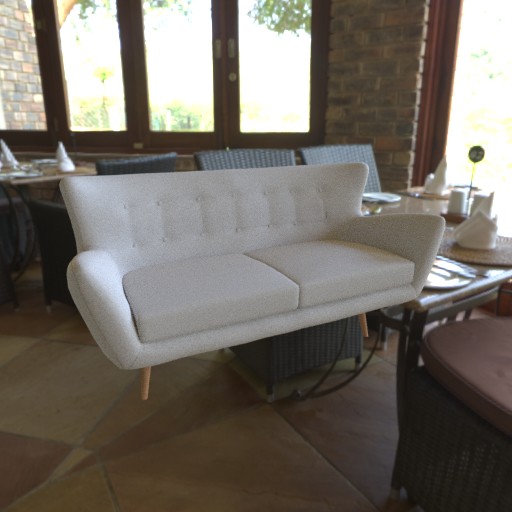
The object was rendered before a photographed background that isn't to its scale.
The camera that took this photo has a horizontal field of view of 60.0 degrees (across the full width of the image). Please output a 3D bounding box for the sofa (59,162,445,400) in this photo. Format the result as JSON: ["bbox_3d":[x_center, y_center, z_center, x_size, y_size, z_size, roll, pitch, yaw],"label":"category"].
[{"bbox_3d":[0.000,0.000,2.388,1.930,0.890,0.899,-9,19,-27],"label":"sofa"}]
